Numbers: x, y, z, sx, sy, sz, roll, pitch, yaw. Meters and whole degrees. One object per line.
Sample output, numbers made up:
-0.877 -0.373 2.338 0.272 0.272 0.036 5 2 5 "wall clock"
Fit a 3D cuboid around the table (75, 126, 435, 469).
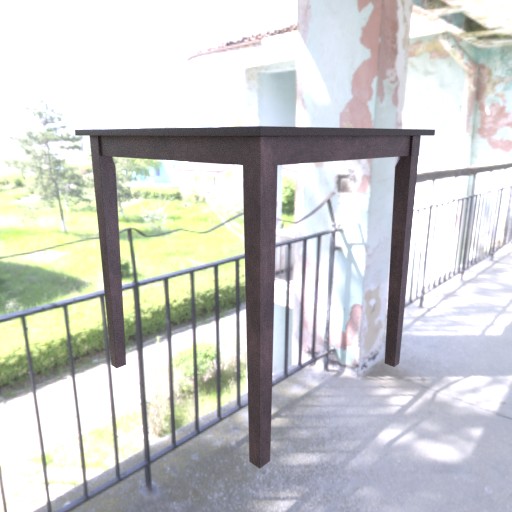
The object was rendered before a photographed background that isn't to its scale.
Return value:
0.000 0.000 1.403 0.749 0.770 0.749 14 21 42 "table"
